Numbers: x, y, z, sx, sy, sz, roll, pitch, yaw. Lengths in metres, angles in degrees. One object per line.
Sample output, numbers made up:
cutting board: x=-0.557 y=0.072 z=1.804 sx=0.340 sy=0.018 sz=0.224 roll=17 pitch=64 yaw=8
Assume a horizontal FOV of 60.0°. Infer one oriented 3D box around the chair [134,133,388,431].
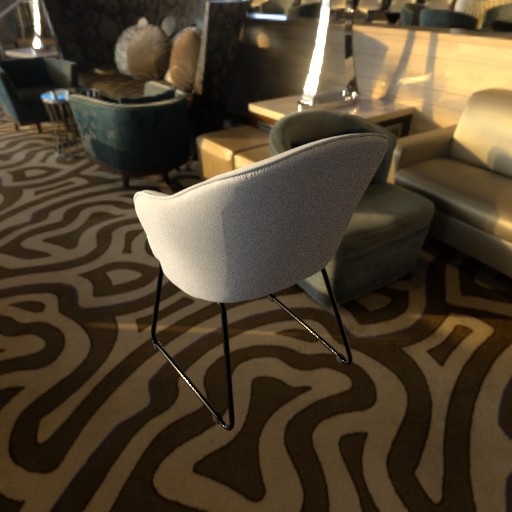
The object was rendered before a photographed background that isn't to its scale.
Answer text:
chair: x=0.000 y=0.000 z=1.236 sx=0.570 sy=0.817 sz=0.592 roll=-20 pitch=37 yaw=-29
